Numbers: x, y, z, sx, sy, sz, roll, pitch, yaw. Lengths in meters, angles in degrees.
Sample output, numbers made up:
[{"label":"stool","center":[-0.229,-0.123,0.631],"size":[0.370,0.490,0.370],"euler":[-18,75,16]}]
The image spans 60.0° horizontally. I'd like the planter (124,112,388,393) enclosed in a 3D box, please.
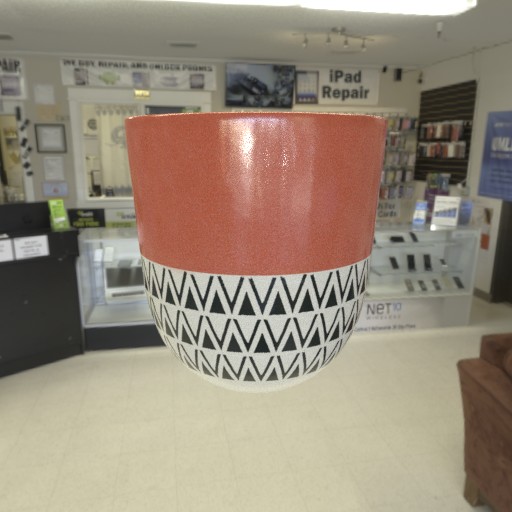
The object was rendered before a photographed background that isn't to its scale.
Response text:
[{"label":"planter","center":[0.000,0.000,0.367],"size":[0.195,0.214,0.195],"euler":[0,14,0]}]
